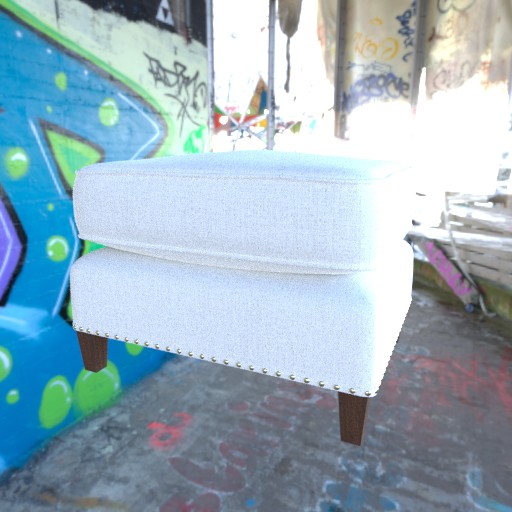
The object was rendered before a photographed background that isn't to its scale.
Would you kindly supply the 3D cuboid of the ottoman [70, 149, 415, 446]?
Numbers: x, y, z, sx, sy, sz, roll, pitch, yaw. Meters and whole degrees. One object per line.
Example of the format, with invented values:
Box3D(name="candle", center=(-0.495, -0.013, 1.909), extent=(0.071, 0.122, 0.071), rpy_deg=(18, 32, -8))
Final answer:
Box3D(name="ottoman", center=(0.000, 0.000, 1.148), extent=(0.738, 0.537, 0.589), rpy_deg=(6, 15, 24))
